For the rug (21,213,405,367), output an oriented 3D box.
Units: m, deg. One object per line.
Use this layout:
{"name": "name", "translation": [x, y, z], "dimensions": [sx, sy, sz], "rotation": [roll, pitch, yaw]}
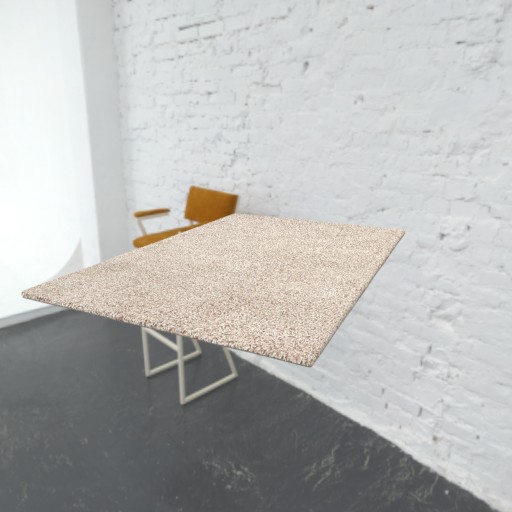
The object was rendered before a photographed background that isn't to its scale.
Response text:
{"name": "rug", "translation": [0.000, 0.000, 2.265], "dimensions": [1.219, 0.030, 1.778], "rotation": [8, 18, 25]}
